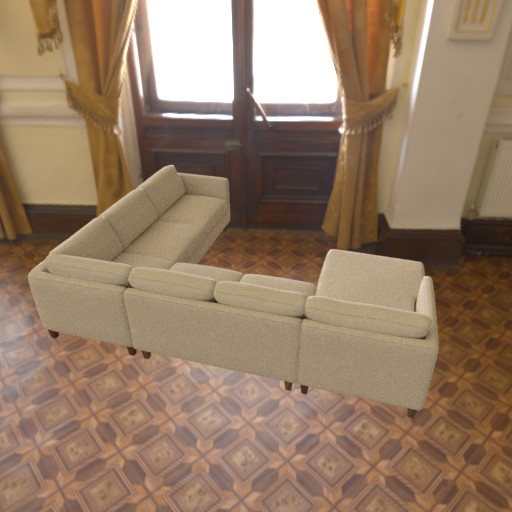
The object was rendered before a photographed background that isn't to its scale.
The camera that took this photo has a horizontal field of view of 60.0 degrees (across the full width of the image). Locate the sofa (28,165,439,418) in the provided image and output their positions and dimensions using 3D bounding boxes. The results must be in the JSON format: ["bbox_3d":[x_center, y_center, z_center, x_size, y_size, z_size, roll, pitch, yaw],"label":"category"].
[{"bbox_3d":[0.000,0.000,4.418,3.238,0.853,2.551,9,32,14],"label":"sofa"}]
